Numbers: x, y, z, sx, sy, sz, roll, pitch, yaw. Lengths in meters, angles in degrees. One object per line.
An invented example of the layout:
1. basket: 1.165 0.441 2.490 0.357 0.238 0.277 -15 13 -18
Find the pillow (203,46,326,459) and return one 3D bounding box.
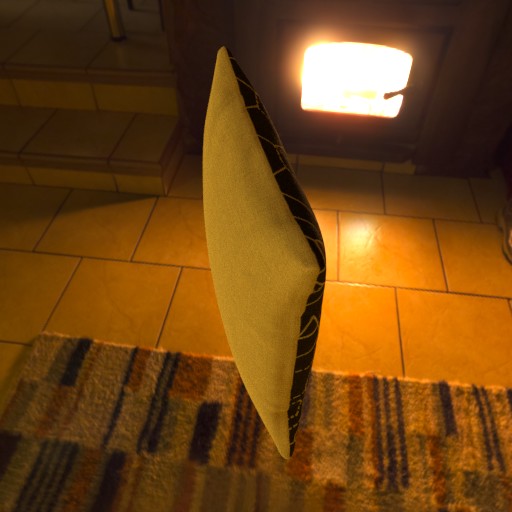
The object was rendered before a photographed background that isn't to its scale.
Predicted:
1. pillow: 0.000 0.000 0.761 0.158 0.508 0.517 -9 48 -8
